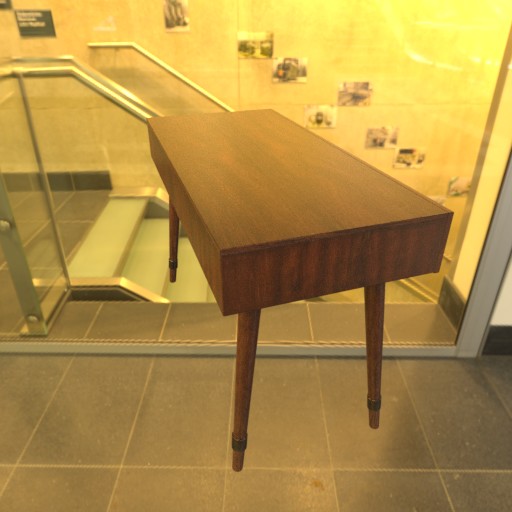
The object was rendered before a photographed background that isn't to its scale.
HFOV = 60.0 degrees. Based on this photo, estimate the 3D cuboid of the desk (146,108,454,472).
[{"bbox_3d":[0.000,0.000,2.146,0.734,1.031,1.577,-10,31,-16],"label":"desk"}]
